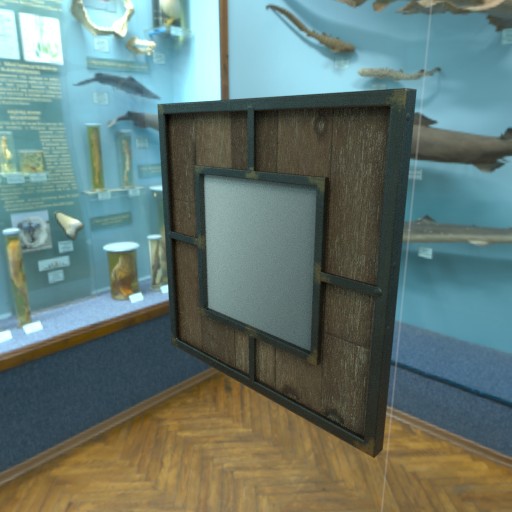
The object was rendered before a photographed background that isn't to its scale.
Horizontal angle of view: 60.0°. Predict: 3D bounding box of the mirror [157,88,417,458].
[{"bbox_3d":[0.000,0.000,0.567,0.382,0.381,0.020,15,22,42],"label":"mirror"}]
